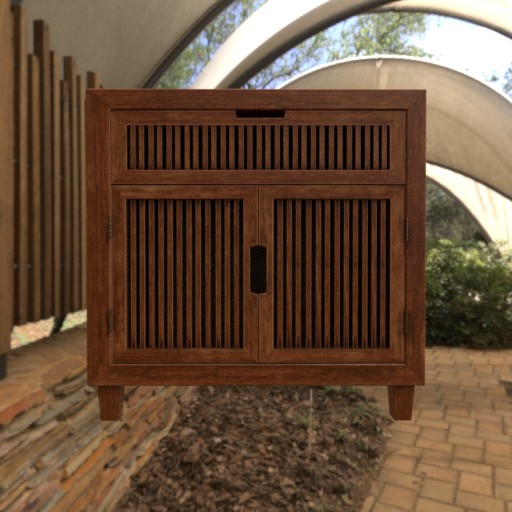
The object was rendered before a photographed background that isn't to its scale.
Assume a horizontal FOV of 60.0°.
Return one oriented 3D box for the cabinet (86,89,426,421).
[{"bbox_3d":[0.000,0.000,1.240,0.796,0.785,0.412,0,1,0],"label":"cabinet"}]
